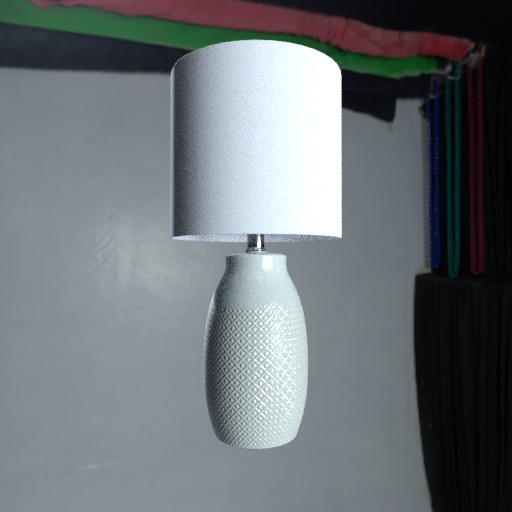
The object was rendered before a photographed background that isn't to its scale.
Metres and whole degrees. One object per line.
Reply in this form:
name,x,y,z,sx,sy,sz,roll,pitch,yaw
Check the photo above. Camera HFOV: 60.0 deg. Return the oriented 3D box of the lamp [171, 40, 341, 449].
lamp,0.000,0.000,0.572,0.217,0.453,0.217,0,-1,-18
